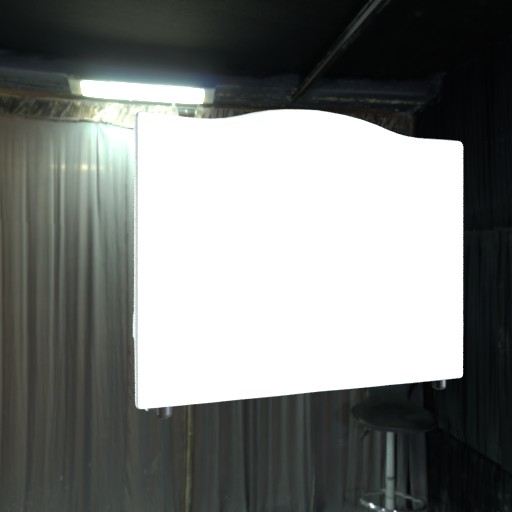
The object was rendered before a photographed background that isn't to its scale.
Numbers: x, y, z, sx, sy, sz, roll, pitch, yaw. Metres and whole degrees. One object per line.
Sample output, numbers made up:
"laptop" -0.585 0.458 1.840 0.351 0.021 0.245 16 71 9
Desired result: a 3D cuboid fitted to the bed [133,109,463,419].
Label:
"bed" 0.000 0.000 3.195 1.753 1.460 2.143 0 0 -17
